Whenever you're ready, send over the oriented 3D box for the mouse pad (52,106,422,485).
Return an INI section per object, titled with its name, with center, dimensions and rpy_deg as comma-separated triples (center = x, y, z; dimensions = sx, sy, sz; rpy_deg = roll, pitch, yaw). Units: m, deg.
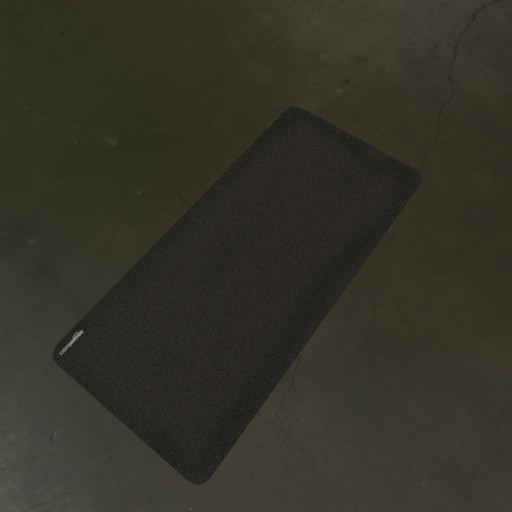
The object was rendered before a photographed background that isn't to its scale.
[mouse pad]
center = 0.000, 0.000, 1.041
dimensions = 0.424, 0.003, 0.907
rpy_deg = 34, 68, 16
